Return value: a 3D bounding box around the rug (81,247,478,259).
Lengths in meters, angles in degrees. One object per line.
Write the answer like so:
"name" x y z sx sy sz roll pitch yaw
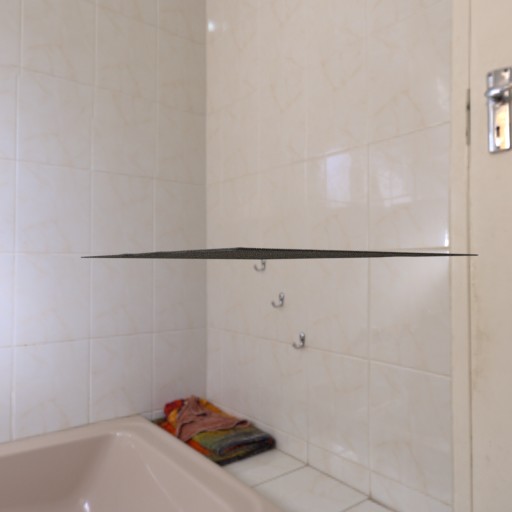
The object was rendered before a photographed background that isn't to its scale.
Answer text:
"rug" 0.000 0.000 4.262 2.456 0.021 3.068 1 -2 -36
